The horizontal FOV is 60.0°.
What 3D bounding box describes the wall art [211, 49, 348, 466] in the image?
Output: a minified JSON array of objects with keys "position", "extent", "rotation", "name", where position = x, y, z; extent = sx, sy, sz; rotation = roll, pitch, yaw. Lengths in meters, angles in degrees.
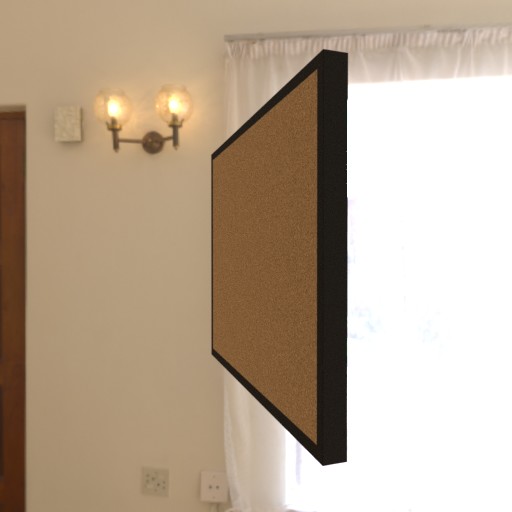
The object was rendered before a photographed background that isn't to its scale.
[{"position":[0.000,0.000,0.750],"extent":[0.030,0.454,0.554],"rotation":[0,1,-18],"name":"wall art"}]
